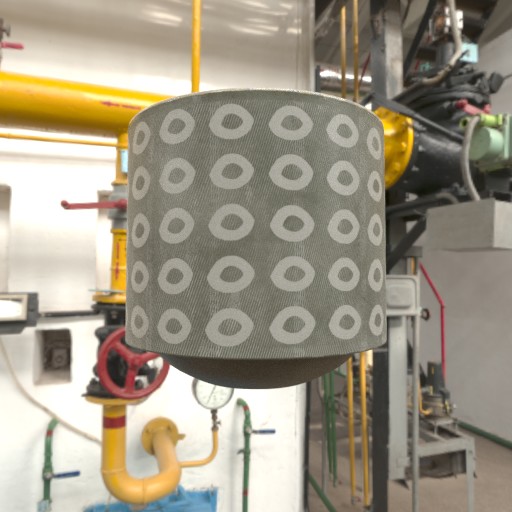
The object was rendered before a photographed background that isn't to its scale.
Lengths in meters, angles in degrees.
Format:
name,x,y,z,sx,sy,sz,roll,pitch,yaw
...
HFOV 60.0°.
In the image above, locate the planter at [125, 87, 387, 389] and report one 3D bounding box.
name,x,y,z,sx,sy,sz,roll,pitch,yaw
planter,0.000,0.000,0.338,0.190,0.181,0.190,0,-2,0
